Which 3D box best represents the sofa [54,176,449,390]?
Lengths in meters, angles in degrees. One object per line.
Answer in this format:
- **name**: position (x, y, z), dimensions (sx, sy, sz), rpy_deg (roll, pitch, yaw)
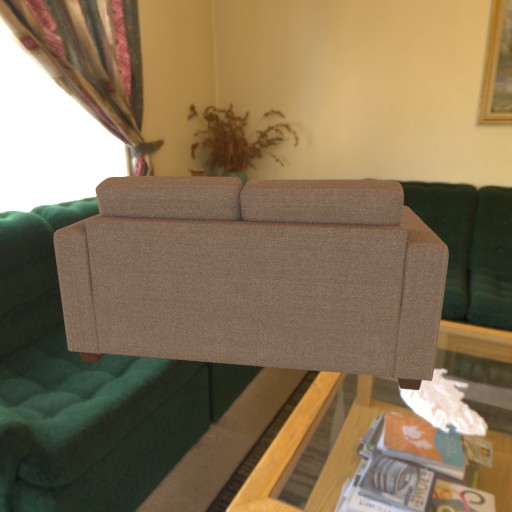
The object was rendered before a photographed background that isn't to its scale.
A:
- **sofa**: position (0.000, 0.000, 2.109), dimensions (1.520, 0.800, 0.900), rpy_deg (3, 16, 9)
